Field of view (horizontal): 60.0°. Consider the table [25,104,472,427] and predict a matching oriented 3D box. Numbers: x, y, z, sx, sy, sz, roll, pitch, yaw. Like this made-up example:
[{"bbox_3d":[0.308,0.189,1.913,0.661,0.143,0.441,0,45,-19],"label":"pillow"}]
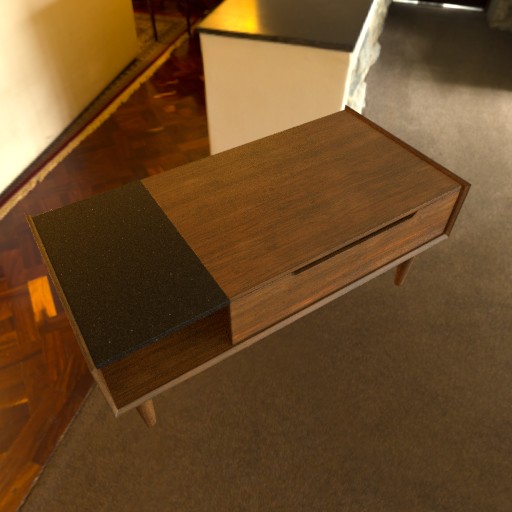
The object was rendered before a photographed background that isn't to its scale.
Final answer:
[{"bbox_3d":[0.000,0.000,1.531,1.221,0.508,0.610,-25,51,-22],"label":"table"}]
